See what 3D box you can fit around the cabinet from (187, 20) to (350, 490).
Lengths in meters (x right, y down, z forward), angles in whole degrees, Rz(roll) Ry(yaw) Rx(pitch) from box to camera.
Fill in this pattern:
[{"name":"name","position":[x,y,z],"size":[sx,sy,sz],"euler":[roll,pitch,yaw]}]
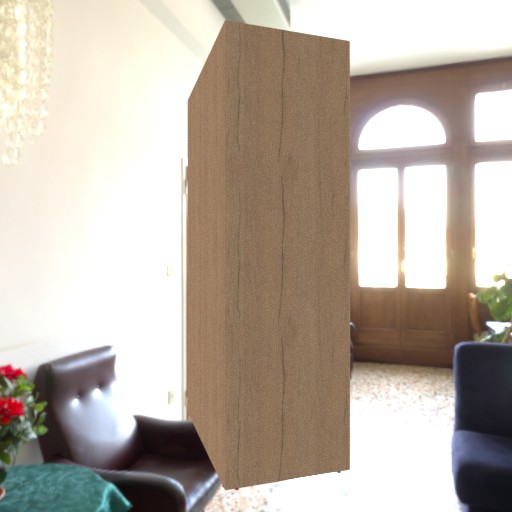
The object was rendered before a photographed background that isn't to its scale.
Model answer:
[{"name":"cabinet","position":[0.000,0.000,2.366],"size":[0.580,1.930,0.980],"euler":[0,0,-18]}]
